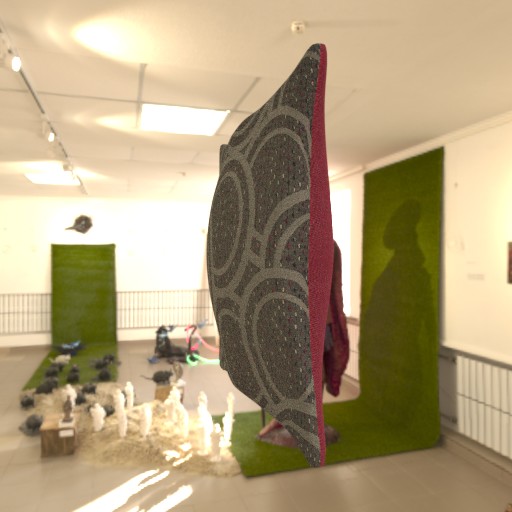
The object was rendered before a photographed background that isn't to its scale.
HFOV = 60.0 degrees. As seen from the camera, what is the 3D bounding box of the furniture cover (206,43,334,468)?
[{"bbox_3d":[0.000,0.000,0.774,0.163,0.513,0.514,0,0,-17],"label":"furniture cover"}]
